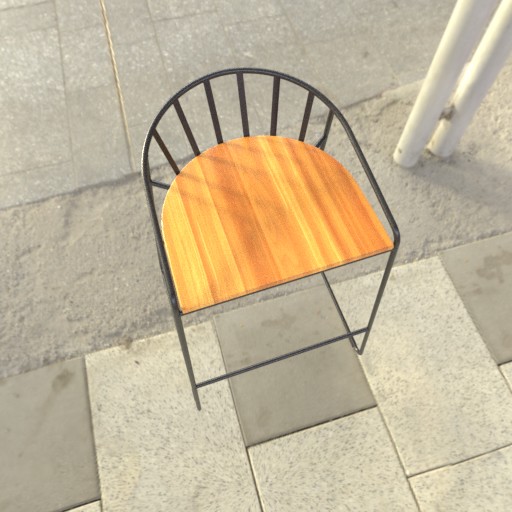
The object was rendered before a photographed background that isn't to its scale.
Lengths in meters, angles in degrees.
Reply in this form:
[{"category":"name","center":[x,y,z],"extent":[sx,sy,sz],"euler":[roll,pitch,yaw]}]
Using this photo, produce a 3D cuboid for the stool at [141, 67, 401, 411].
[{"category":"stool","center":[0.000,0.000,1.151],"extent":[0.546,0.812,0.521],"euler":[-17,64,-8]}]
